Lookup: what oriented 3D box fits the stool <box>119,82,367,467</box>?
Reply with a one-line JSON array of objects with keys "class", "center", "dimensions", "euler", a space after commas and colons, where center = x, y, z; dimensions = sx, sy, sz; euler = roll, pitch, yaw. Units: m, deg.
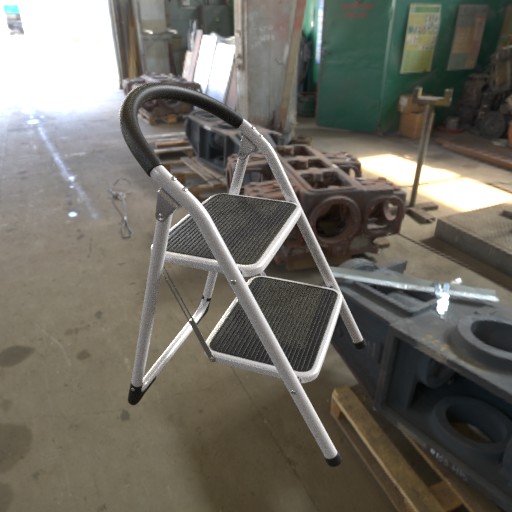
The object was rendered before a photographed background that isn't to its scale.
[{"class": "stool", "center": [0.000, 0.000, 1.071], "dimensions": [0.559, 0.760, 0.453], "euler": [10, 30, 17]}]
